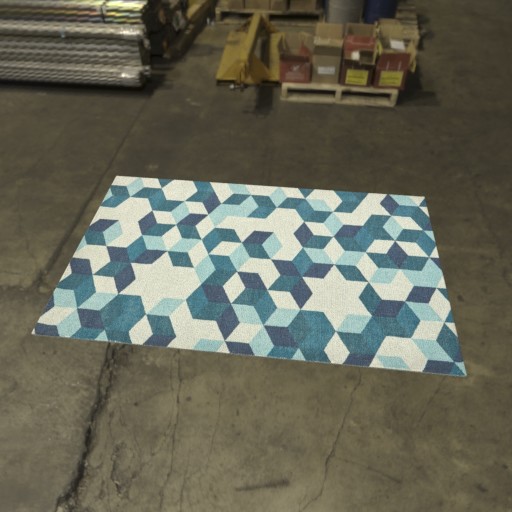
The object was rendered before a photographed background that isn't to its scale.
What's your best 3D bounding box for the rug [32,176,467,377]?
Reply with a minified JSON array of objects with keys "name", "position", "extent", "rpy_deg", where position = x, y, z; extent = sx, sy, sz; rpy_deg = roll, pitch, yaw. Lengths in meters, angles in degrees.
[{"name":"rug","position":[0.000,0.000,2.980],"extent":[2.438,0.015,1.518],"rpy_deg":[5,47,4]}]
